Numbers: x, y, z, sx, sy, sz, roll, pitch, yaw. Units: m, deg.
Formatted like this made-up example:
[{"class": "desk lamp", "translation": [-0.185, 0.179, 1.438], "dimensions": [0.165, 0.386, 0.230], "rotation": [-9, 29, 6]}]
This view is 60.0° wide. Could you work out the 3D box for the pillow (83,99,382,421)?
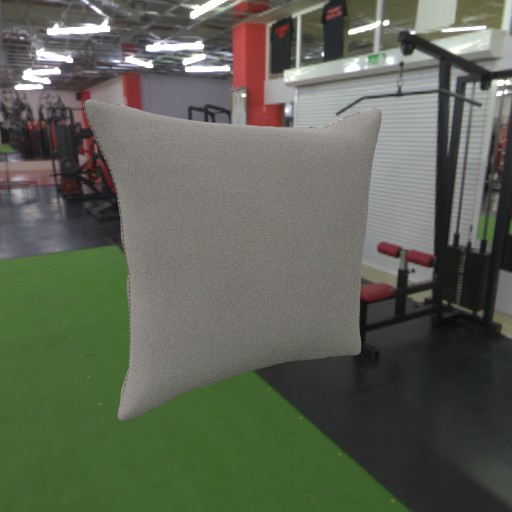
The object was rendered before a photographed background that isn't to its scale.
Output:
[{"class": "pillow", "translation": [0.000, 0.000, 0.617], "dimensions": [0.416, 0.401, 0.173], "rotation": [-8, 17, -27]}]
